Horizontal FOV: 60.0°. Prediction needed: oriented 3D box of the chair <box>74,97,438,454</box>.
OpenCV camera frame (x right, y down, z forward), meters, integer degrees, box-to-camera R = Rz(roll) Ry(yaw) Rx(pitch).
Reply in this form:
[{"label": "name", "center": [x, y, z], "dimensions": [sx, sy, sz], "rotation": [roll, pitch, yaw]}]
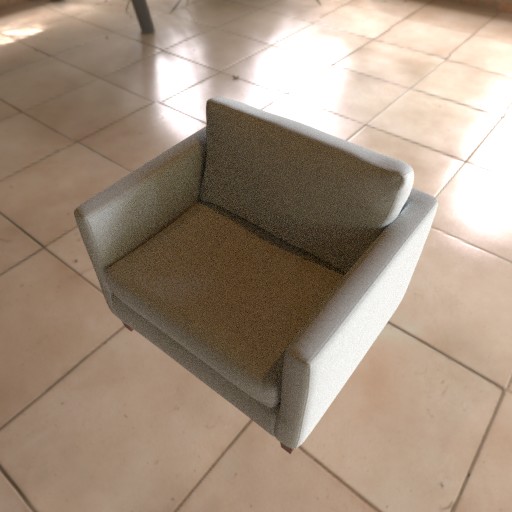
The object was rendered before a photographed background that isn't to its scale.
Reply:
[{"label": "chair", "center": [0.000, 0.000, 1.876], "dimensions": [1.107, 0.961, 0.953], "rotation": [29, 53, 25]}]
